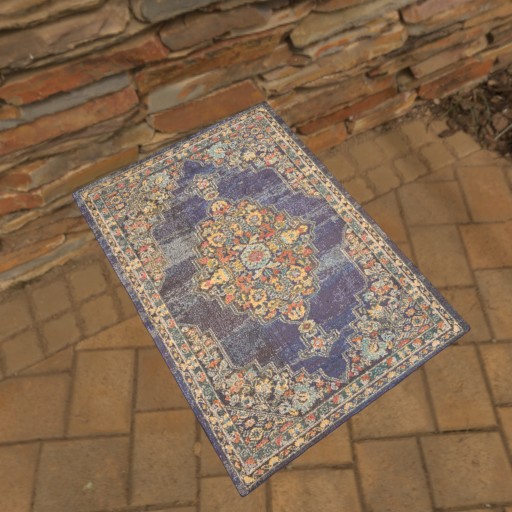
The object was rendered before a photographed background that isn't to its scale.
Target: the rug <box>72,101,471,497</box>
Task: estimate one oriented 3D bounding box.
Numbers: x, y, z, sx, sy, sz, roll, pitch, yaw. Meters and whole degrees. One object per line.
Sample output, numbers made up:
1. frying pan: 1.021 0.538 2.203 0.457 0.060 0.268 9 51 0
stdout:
1. rug: 0.000 0.000 2.865 1.630 0.009 2.232 -30 67 -14
